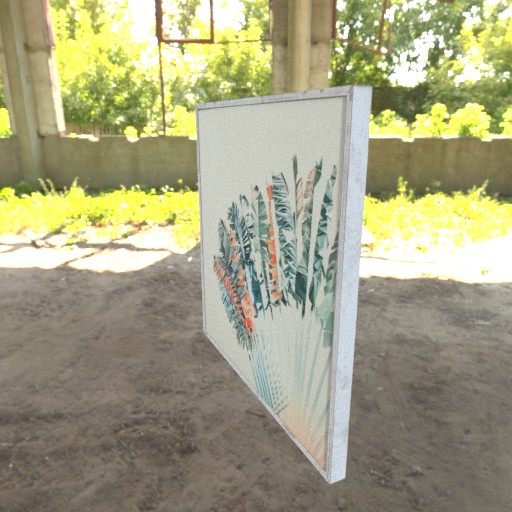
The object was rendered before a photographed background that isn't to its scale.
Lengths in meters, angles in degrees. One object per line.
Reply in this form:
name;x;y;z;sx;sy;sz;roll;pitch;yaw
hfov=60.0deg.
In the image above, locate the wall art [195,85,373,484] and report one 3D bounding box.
wall art;0.000;0.000;1.124;0.038;0.757;0.760;-8;18;-25
